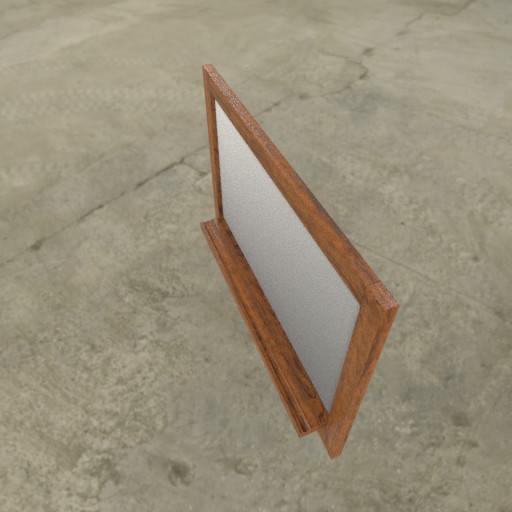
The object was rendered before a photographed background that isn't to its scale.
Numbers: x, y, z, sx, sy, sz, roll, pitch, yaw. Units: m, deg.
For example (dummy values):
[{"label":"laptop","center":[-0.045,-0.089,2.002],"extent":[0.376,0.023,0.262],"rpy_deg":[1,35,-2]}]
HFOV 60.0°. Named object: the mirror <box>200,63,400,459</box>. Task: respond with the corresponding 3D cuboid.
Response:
[{"label":"mirror","center":[0.000,0.000,0.983],"extent":[0.084,0.537,0.758],"rpy_deg":[-17,49,-15]}]
